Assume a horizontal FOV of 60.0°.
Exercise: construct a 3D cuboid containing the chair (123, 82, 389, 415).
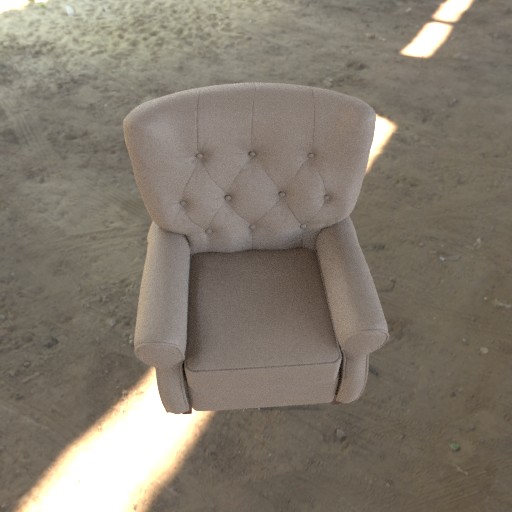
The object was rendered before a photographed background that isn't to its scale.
[{"bbox_3d":[0.000,0.000,1.906,0.999,1.138,1.041,-3,46,-3],"label":"chair"}]
